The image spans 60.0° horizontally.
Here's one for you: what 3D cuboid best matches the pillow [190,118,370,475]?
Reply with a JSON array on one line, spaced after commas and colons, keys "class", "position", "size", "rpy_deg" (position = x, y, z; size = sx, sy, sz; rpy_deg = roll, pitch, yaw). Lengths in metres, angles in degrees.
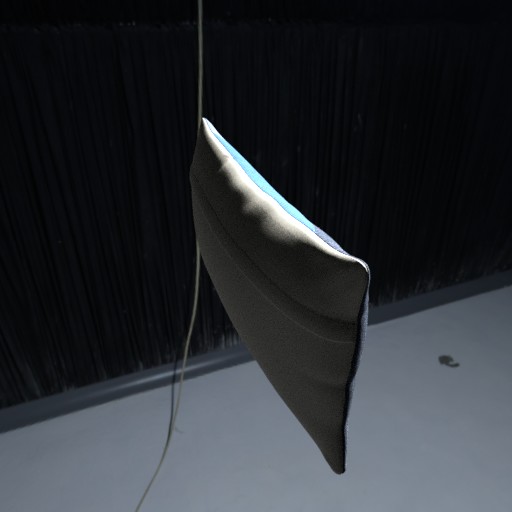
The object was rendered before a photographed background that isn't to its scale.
[{"class": "pillow", "position": [0.000, 0.000, 0.713], "size": [0.148, 0.307, 0.604], "rpy_deg": [-11, 32, -18]}]
